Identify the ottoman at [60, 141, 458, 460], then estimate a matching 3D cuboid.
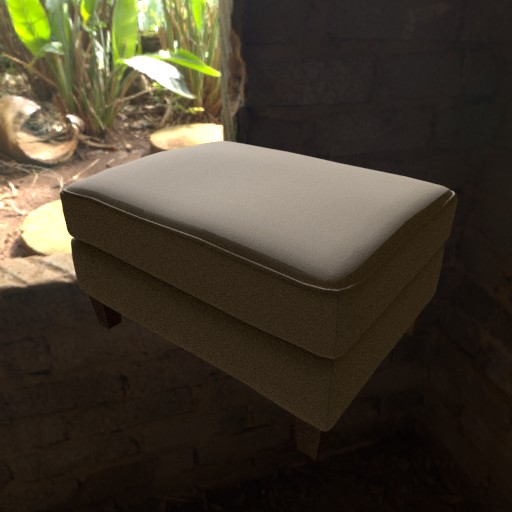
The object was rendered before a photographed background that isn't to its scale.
[{"bbox_3d":[0.000,0.000,1.189,0.818,0.485,0.634,20,35,33],"label":"ottoman"}]
